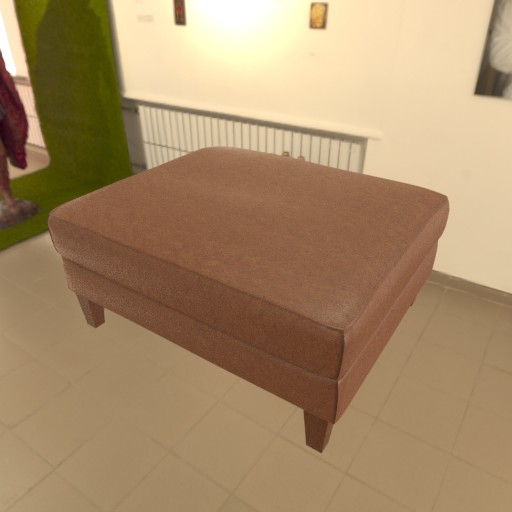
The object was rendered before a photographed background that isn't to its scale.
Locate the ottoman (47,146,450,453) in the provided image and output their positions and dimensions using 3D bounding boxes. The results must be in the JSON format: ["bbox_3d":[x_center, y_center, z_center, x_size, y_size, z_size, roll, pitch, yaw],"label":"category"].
[{"bbox_3d":[0.000,0.000,1.458,0.987,0.472,0.836,19,36,29],"label":"ottoman"}]
